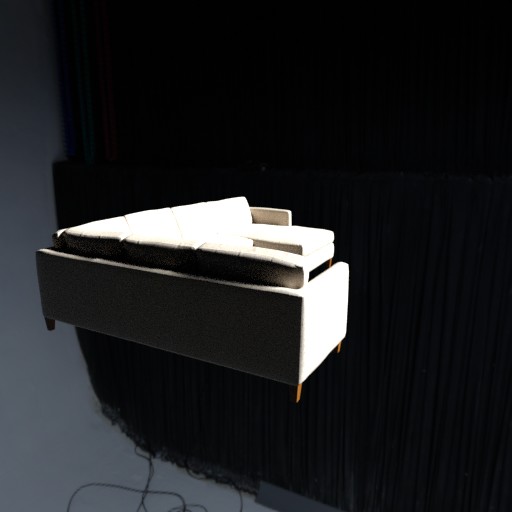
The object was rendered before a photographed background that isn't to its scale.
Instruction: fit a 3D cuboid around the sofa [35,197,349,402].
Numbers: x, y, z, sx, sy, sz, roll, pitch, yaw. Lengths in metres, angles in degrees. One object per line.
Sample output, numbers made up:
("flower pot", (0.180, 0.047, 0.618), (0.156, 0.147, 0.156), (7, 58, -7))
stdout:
("sofa", (0.000, 0.000, 4.794), (2.594, 0.961, 3.460), (7, 15, 28))
